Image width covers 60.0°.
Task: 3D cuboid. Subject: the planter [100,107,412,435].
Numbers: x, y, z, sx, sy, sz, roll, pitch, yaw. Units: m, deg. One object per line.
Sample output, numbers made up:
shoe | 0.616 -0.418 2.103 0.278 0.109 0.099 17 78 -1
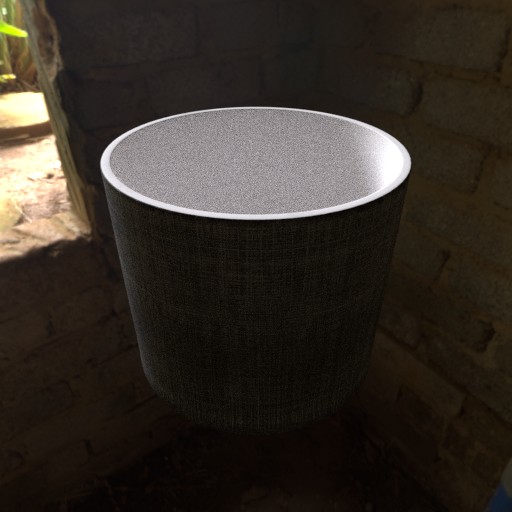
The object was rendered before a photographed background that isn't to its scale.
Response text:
planter | 0.000 0.000 0.437 0.254 0.221 0.254 0 34 0
